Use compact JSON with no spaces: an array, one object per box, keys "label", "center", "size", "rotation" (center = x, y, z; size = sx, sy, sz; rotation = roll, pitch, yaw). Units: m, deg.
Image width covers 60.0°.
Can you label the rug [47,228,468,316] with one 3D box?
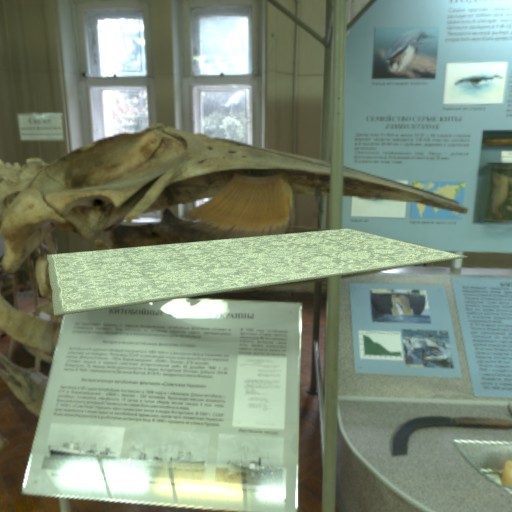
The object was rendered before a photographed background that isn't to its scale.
[{"label":"rug","center":[0.000,0.000,3.595],"size":[3.048,0.011,1.546],"rotation":[-6,14,-25]}]
